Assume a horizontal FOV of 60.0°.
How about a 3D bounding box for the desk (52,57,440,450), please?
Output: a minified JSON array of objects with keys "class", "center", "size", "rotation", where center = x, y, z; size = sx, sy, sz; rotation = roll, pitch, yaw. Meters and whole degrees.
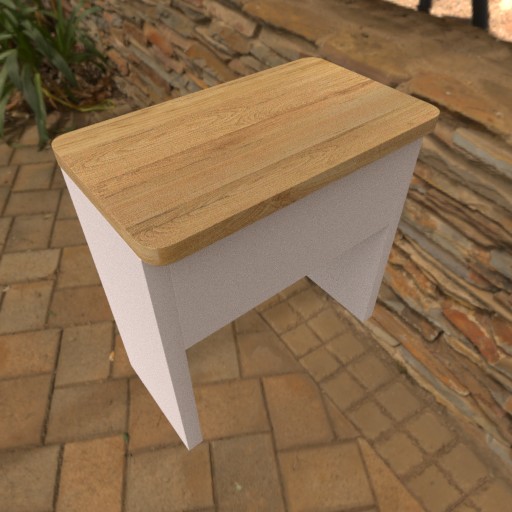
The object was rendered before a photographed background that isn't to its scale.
[{"class":"desk","center":[0.000,0.000,1.233],"size":[0.760,0.790,0.440],"rotation":[-29,51,-27]}]
